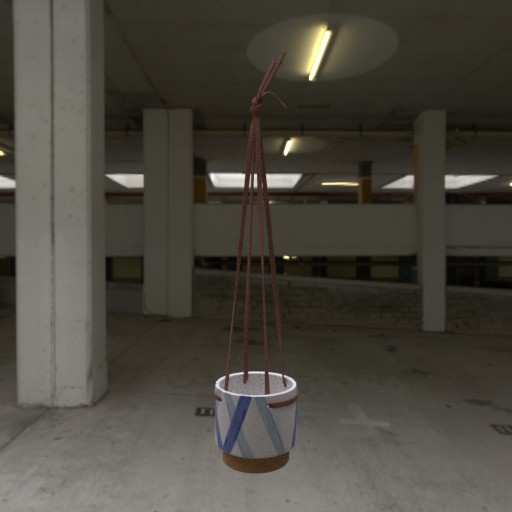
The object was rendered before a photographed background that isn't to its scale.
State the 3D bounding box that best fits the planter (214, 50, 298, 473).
[{"bbox_3d":[0.000,0.000,0.824,0.157,0.753,0.153,0,1,-1],"label":"planter"}]
